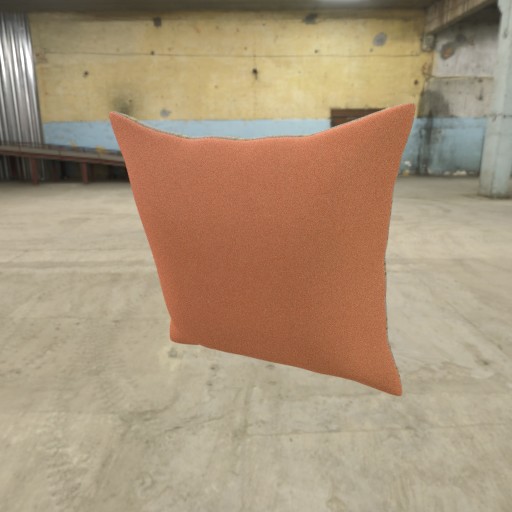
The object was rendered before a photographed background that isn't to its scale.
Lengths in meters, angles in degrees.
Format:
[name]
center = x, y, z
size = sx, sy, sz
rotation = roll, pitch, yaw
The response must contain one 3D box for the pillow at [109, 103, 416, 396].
[pillow]
center = 0.000, 0.000, 0.684
size = 0.453, 0.430, 0.200
rotation = 8, 17, 27
